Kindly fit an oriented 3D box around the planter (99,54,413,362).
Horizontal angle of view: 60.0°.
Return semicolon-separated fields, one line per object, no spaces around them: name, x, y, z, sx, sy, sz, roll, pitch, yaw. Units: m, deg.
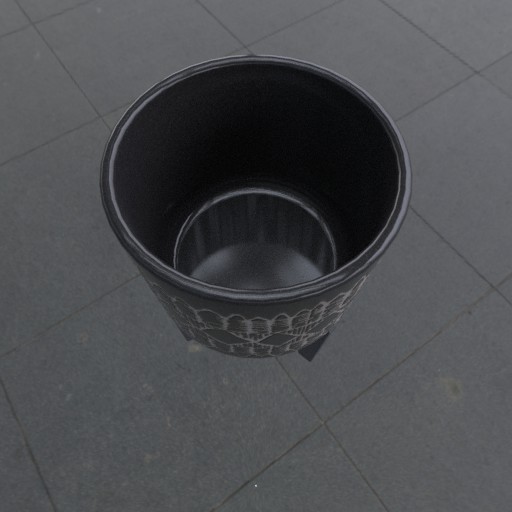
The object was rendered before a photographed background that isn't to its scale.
planter;0.000;0.000;0.262;0.129;0.177;0.129;0;63;0
